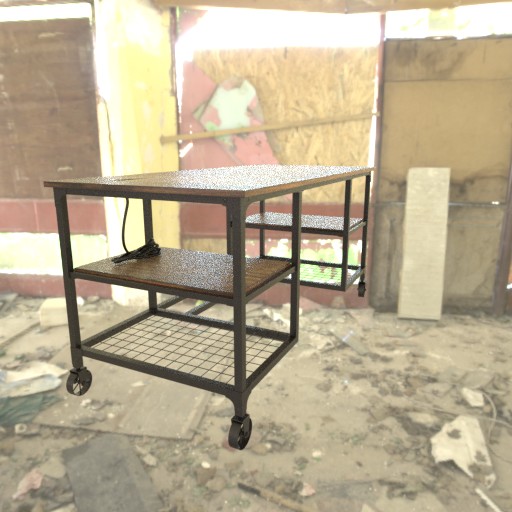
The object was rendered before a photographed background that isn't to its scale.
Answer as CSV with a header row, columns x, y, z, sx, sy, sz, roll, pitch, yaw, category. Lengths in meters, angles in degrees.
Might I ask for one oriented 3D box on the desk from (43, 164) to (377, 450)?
x,y,z,sx,sy,sz,roll,pitch,yaw,category
0.000,0.000,2.001,0.711,0.751,1.590,7,15,26,desk
